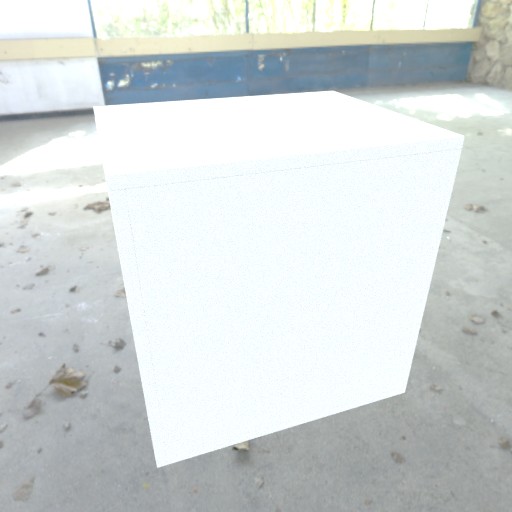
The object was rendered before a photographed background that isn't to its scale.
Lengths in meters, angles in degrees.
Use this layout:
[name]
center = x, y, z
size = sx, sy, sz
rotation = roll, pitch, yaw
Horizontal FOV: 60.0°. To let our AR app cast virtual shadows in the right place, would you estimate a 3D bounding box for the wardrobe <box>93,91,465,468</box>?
[wardrobe]
center = 0.000, 0.000, 0.861
size = 0.500, 0.520, 0.400
rotation = -10, 31, -17
